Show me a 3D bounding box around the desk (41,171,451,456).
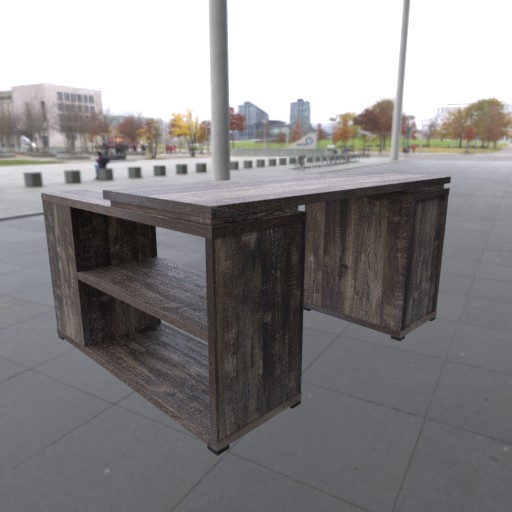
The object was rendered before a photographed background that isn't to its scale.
[{"bbox_3d":[0.000,0.000,2.172,1.524,0.753,1.200,-14,20,-43],"label":"desk"}]
